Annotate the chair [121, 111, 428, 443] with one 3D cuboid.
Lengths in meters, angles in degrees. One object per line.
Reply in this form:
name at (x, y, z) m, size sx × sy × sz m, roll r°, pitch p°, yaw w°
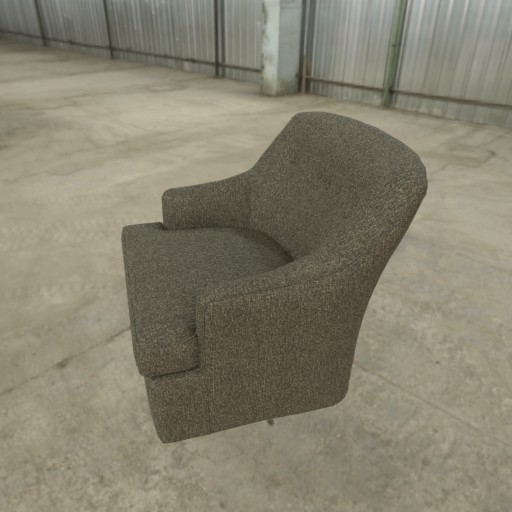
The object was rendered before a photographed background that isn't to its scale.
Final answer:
chair at (0.000, 0.000, 1.597) m, size 0.923 × 0.856 × 0.864 m, roll -9°, pitch 32°, yaw -15°
